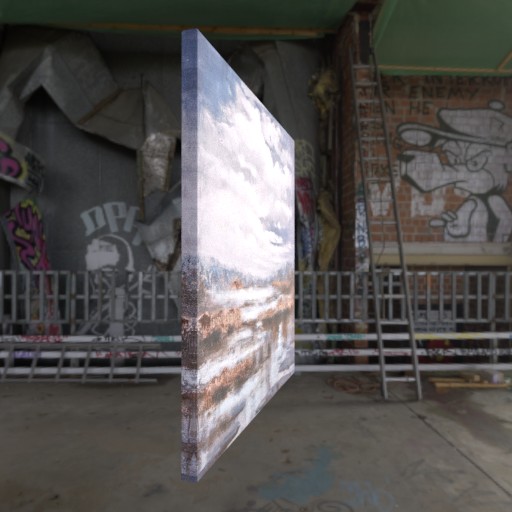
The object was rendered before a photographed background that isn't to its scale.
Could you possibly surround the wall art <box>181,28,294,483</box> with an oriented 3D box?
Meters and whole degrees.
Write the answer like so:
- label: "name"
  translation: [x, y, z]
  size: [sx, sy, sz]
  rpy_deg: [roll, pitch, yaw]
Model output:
- label: "wall art"
  translation: [0.000, 0.000, 1.300]
  size: [0.035, 0.897, 0.888]
  rpy_deg: [0, 0, 17]
